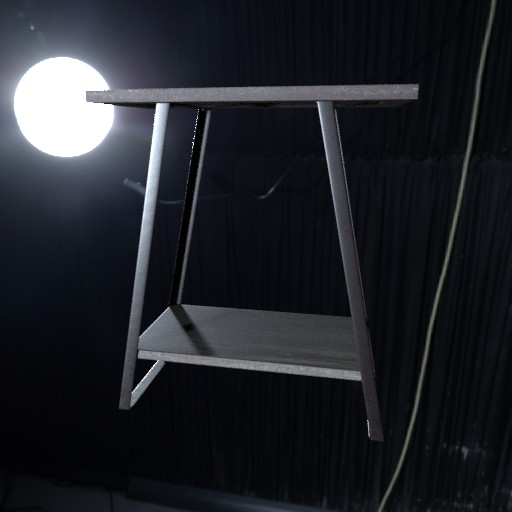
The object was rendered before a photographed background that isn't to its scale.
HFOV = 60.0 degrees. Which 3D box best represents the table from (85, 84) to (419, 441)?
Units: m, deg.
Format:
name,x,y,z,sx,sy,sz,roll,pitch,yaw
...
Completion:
name,x,y,z,sx,sy,sz,roll,pitch,yaw
table,0.000,0.000,1.015,0.599,0.701,0.300,3,16,10
